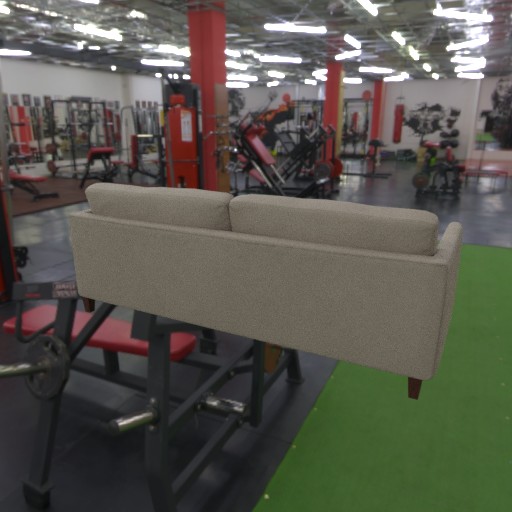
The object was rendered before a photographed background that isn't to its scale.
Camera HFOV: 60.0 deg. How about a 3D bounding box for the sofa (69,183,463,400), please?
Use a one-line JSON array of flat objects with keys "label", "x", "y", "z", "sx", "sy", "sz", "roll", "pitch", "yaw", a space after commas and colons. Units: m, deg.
[{"label": "sofa", "x": 0.000, "y": 0.000, "z": 2.917, "sx": 2.404, "sy": 0.912, "sz": 0.988, "roll": 9, "pitch": 19, "yaw": 26}]
